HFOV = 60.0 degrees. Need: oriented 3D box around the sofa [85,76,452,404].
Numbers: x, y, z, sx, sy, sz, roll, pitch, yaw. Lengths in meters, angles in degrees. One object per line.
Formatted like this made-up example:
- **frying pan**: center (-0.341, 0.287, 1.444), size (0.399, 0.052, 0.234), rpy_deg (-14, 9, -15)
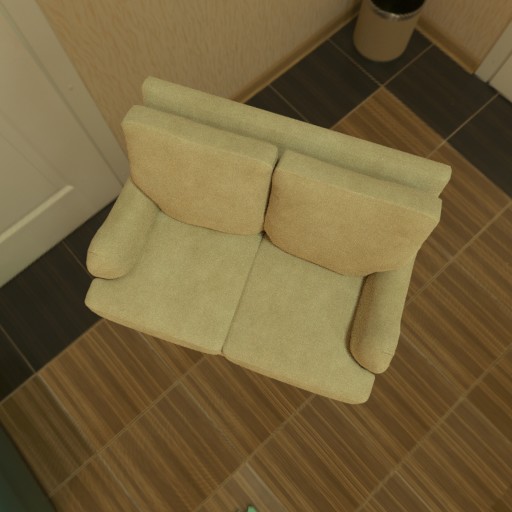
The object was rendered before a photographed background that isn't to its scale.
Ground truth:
- **sofa**: center (0.000, 0.000, 2.262), size (1.498, 1.087, 1.086), rpy_deg (18, 75, 5)
